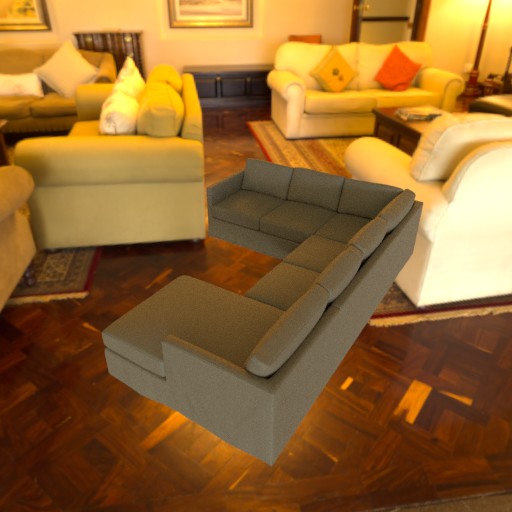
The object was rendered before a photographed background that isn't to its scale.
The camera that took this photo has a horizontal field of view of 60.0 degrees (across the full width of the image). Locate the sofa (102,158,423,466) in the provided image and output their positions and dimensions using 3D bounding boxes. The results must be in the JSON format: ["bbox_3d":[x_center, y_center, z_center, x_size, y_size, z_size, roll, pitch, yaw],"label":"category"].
[{"bbox_3d":[0.000,0.000,4.568,2.427,0.882,3.460,18,35,28],"label":"sofa"}]
